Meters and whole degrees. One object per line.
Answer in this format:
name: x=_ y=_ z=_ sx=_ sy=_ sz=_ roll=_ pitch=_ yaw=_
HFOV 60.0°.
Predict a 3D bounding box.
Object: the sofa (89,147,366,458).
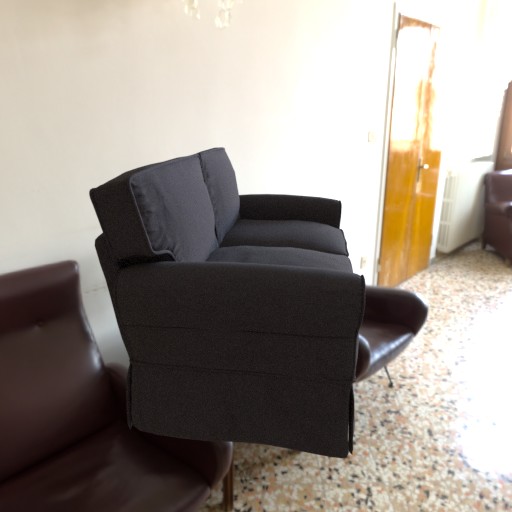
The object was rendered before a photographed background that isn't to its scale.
sofa: x=0.000 y=0.000 z=2.345 sx=0.997 sy=1.059 sz=1.801 roll=2 pitch=17 yaw=7
